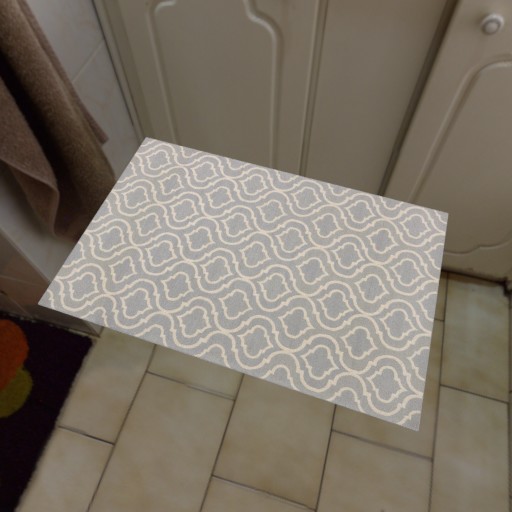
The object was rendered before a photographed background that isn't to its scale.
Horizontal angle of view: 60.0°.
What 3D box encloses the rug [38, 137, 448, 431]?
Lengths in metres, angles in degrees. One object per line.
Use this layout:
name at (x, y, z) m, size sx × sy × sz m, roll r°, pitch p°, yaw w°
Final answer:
rug at (0.000, 0.000, 2.191) m, size 1.749 × 0.015 × 1.141 m, roll 16°, pitch 60°, yaw 9°
